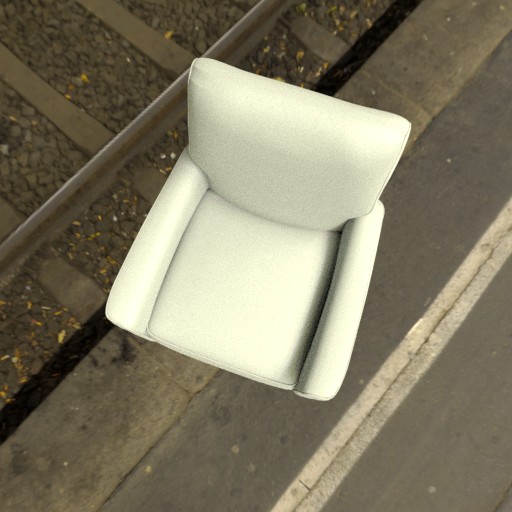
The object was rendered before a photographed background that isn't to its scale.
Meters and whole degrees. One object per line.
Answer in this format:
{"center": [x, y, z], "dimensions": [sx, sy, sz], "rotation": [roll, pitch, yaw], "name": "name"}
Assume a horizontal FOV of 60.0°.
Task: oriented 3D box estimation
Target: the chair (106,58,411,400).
{"center": [0.000, 0.000, 1.651], "dimensions": [0.853, 1.007, 0.846], "rotation": [19, 75, 5], "name": "chair"}
